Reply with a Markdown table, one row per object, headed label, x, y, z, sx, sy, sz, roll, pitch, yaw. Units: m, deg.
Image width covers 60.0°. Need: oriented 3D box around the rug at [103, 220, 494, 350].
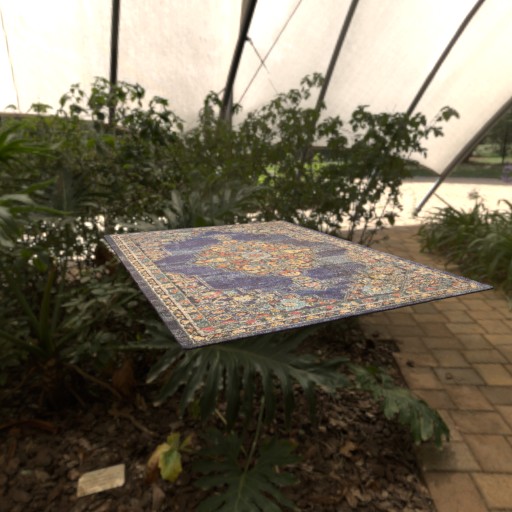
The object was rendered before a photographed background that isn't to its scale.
| label | x | y | z | sx | sy | sz | roll | pitch | yaw |
| --- | --- | --- | --- | --- | --- | --- | --- | --- | --- |
| rug | 0.000 | 0.000 | 2.873 | 1.630 | 0.009 | 2.232 | -7 | 16 | -25 |
